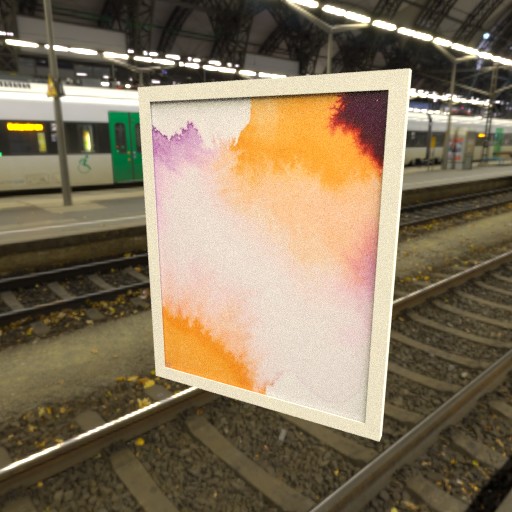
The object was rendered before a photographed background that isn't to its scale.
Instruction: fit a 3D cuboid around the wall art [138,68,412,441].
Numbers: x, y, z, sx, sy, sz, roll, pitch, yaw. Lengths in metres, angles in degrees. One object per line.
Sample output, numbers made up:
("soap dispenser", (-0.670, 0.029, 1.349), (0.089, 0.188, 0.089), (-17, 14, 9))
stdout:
("wall art", (0.000, 0.000, 1.091), (0.661, 0.811, 0.026), (7, 16, 26))
